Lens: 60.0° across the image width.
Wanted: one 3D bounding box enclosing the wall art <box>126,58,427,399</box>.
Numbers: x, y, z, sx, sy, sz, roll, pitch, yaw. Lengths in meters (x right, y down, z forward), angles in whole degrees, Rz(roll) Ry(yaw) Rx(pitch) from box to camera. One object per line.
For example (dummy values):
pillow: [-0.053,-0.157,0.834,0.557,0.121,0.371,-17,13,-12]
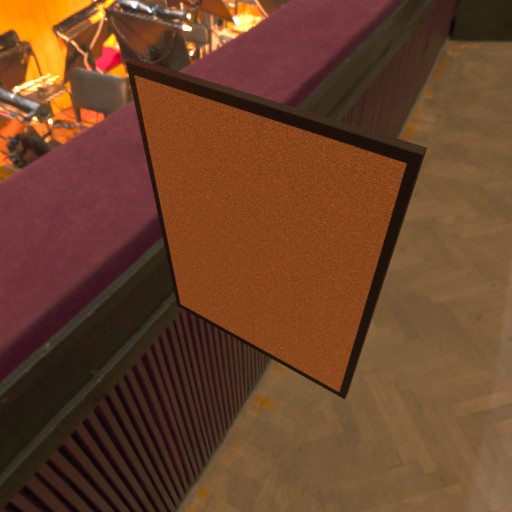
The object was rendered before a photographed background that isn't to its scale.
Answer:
wall art: [0.000,0.000,1.370,0.774,1.027,0.030,25,51,22]
